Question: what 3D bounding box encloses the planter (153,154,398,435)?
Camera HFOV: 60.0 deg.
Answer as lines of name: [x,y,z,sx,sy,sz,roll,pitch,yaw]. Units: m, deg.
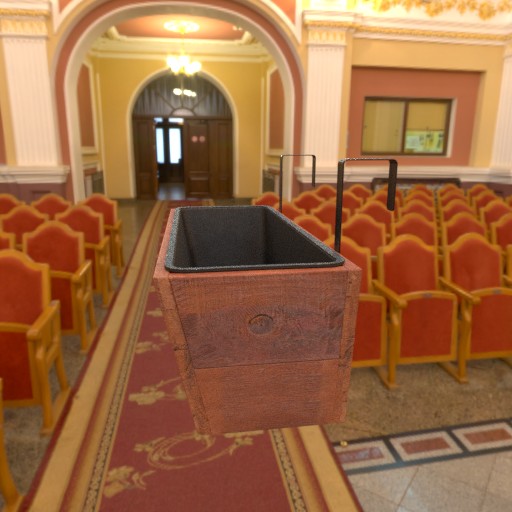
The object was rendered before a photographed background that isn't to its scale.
planter: [0.000,0.000,0.660,0.262,0.289,0.480,-2,14,-8]
